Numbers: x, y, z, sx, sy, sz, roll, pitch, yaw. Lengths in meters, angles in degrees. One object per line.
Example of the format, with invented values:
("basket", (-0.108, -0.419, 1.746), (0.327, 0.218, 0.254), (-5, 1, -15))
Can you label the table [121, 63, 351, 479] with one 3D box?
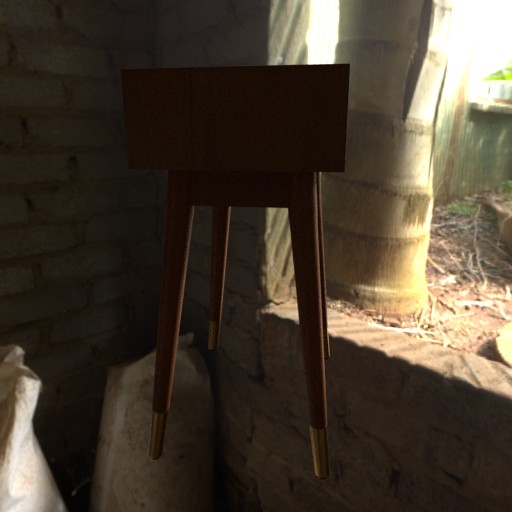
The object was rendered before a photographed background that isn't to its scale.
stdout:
("table", (0.000, 0.000, 0.817), (0.300, 0.599, 0.406), (2, 16, 9))
